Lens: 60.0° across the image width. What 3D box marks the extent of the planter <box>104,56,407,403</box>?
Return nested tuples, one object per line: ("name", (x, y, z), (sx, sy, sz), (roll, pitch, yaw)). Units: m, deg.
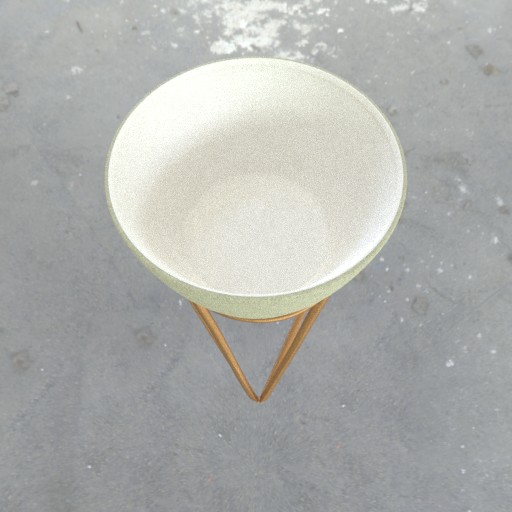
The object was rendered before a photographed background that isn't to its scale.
("planter", (0.000, 0.000, 0.741), (0.350, 0.504, 0.350), (-31, 68, -14))
